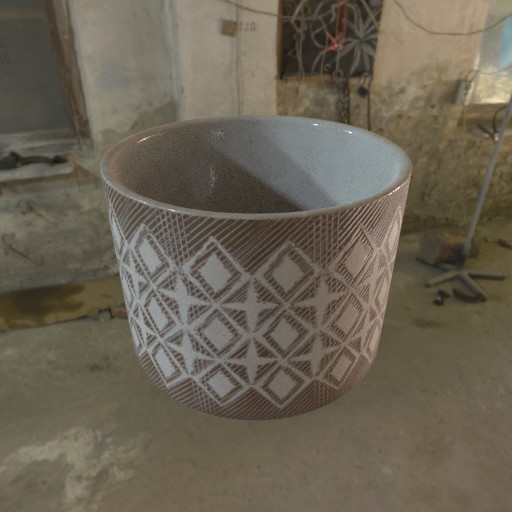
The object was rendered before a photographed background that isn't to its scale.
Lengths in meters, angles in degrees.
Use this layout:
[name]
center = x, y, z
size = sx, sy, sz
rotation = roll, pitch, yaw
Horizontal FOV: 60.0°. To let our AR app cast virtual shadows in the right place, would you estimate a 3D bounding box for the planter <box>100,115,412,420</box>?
[planter]
center = 0.000, 0.000, 0.214
size = 0.126, 0.104, 0.126
rotation = 0, 31, 0
